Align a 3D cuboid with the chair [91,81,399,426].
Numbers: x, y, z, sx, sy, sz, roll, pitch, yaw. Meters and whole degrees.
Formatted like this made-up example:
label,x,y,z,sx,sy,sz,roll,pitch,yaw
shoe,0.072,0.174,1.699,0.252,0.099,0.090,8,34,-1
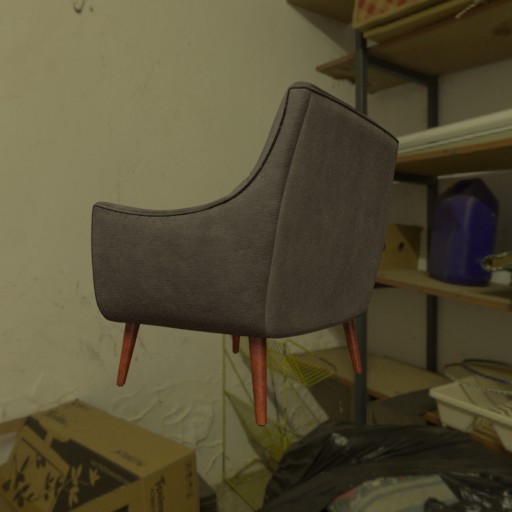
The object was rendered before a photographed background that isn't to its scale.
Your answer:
label,x,y,z,sx,sy,sz,roll,pitch,yaw
chair,0.000,0.000,1.471,0.787,0.838,0.762,0,0,36
